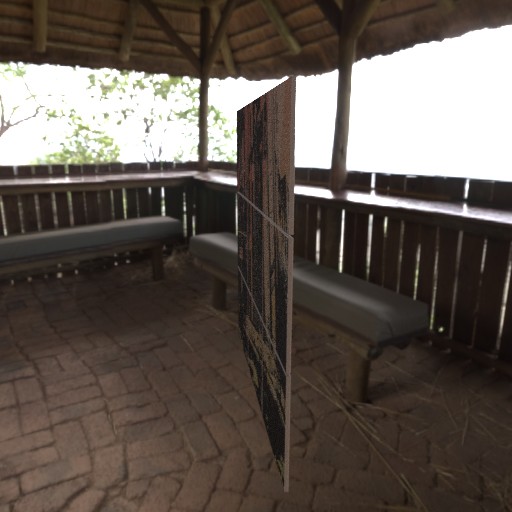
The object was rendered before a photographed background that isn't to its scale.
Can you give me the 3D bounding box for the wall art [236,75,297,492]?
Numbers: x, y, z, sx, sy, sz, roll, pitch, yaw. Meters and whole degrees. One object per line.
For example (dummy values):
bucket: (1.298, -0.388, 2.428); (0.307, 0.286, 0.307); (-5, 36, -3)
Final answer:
wall art: (0.000, 0.000, 2.274); (0.017, 1.521, 1.527); (-2, 14, -9)
